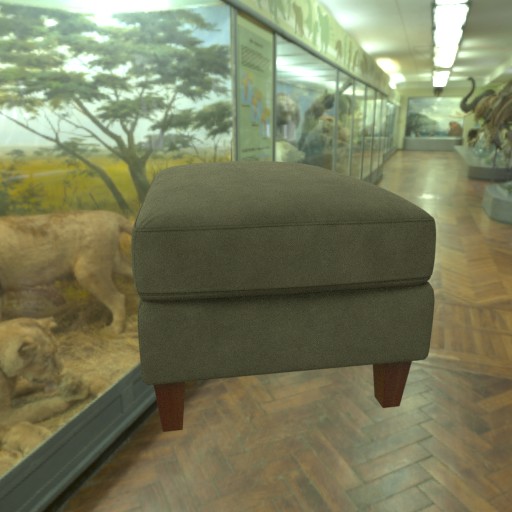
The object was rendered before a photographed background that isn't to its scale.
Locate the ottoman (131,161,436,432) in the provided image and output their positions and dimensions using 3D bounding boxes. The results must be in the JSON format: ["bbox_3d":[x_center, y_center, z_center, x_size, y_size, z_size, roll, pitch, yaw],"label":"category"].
[{"bbox_3d":[0.000,0.000,1.222,0.584,0.483,0.864,-3,17,-9],"label":"ottoman"}]
